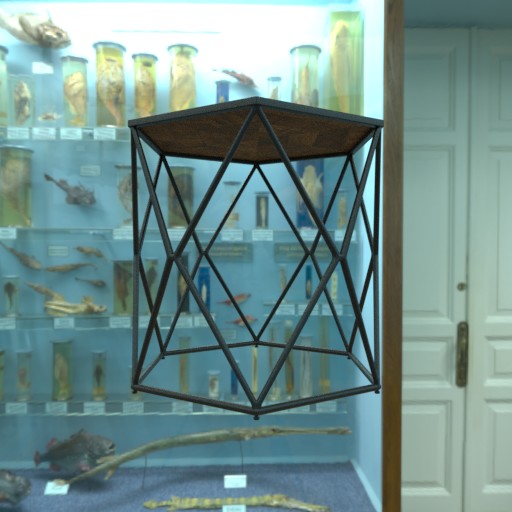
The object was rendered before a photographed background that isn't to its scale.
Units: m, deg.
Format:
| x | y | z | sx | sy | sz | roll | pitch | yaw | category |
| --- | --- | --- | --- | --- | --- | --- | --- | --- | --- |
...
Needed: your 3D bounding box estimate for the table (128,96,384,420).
| x | y | z | sx | sy | sz | roll | pitch | yaw | category |
| --- | --- | --- | --- | --- | --- | --- | --- | --- | --- |
| 0.000 | 0.000 | 1.054 | 0.579 | 0.564 | 0.578 | 0 | 1 | 0 | table |
